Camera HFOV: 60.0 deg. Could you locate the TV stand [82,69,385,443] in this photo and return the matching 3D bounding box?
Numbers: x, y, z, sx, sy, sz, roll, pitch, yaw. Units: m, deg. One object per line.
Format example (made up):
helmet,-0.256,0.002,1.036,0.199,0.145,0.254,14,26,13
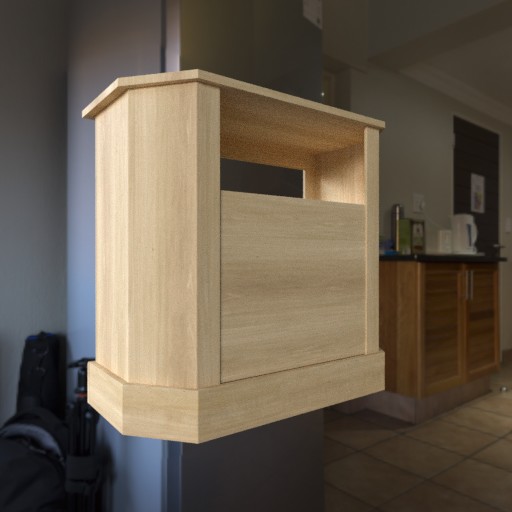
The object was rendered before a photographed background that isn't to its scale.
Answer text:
TV stand,0.000,0.000,1.277,0.851,0.781,0.425,0,0,-37
